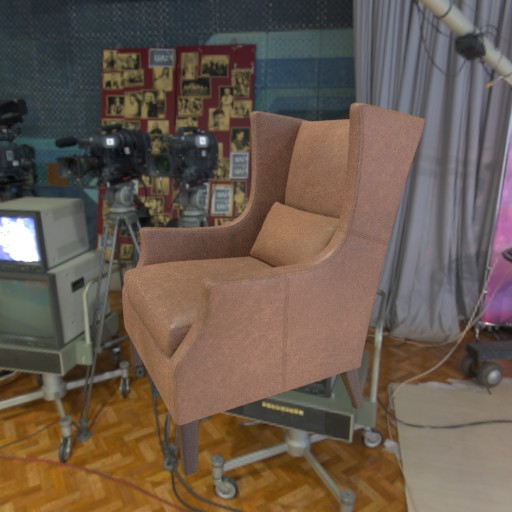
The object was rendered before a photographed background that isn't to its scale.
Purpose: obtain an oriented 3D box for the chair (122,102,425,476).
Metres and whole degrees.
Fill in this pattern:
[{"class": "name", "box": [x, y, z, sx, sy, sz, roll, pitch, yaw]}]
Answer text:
[{"class": "chair", "box": [0.000, 0.000, 1.701, 0.913, 1.088, 0.815, -8, 18, -26]}]
